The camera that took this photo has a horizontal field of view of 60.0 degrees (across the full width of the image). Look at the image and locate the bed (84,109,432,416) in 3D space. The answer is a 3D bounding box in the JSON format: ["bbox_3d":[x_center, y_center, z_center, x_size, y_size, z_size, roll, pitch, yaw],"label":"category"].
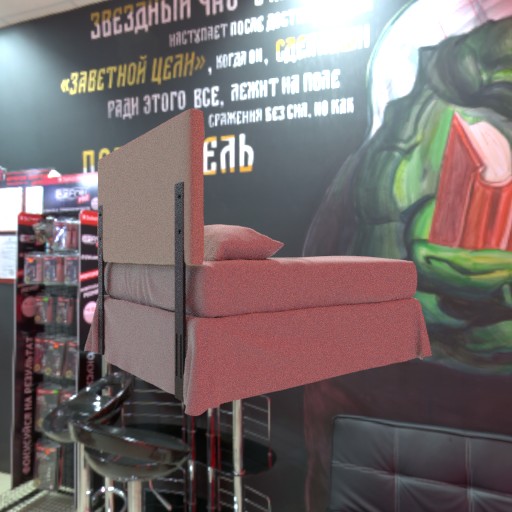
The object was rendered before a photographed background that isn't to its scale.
[{"bbox_3d":[0.000,0.000,3.590,2.222,1.577,1.936,0,0,-36],"label":"bed"}]
